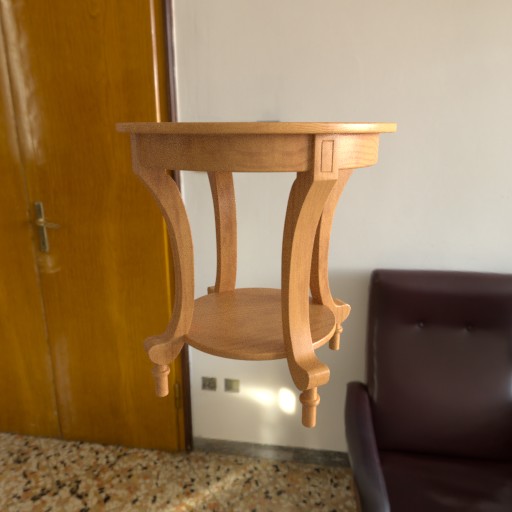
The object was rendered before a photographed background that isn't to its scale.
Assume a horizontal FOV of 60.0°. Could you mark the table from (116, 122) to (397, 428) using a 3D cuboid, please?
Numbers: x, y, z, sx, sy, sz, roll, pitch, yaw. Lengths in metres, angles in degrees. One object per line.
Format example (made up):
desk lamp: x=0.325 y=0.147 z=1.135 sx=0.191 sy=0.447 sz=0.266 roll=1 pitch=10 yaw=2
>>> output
table: x=0.000 y=0.000 z=1.068 sx=0.597 sy=0.612 sz=0.597 roll=0 pitch=16 yaw=0
